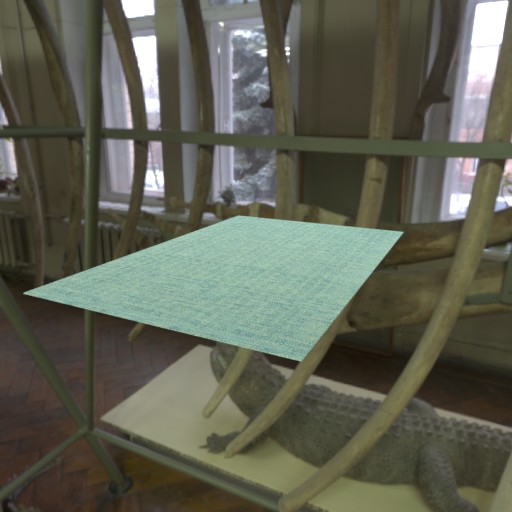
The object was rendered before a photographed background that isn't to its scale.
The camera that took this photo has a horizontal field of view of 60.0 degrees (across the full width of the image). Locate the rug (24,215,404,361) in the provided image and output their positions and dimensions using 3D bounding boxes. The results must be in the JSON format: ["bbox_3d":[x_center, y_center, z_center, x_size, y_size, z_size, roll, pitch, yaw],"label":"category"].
[{"bbox_3d":[0.000,0.000,2.925,1.522,0.006,2.286,8,18,25],"label":"rug"}]
